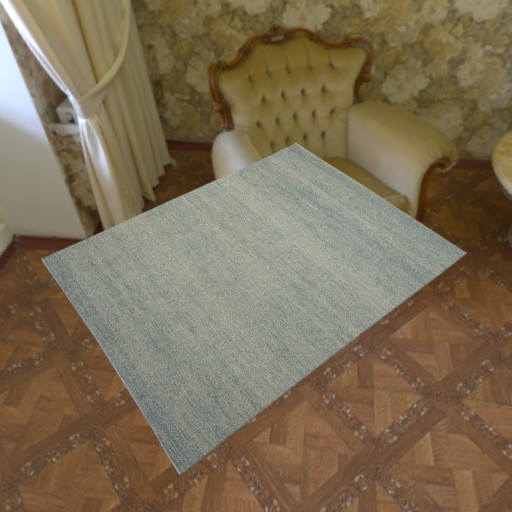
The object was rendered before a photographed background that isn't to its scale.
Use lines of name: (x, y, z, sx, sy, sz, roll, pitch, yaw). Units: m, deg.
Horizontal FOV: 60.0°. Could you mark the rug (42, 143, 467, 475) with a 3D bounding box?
rug: (0.000, 0.000, 4.217, 3.237, 0.046, 2.461, -30, 53, -25)
